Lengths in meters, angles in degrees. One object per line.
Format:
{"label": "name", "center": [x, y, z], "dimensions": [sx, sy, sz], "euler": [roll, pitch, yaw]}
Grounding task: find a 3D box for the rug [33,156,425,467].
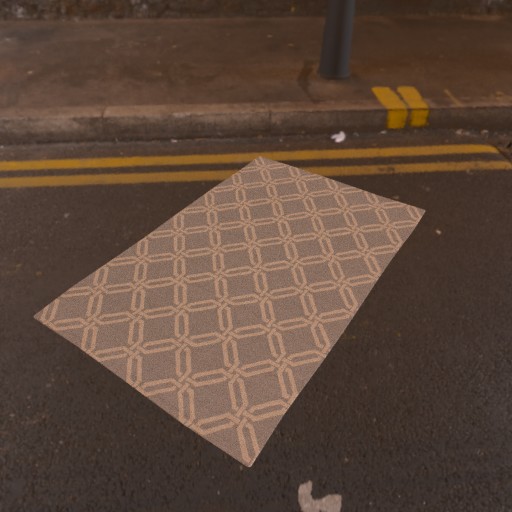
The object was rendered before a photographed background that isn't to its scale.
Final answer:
{"label": "rug", "center": [0.000, 0.000, 2.206], "dimensions": [1.148, 0.010, 1.754], "euler": [24, 46, 25]}
